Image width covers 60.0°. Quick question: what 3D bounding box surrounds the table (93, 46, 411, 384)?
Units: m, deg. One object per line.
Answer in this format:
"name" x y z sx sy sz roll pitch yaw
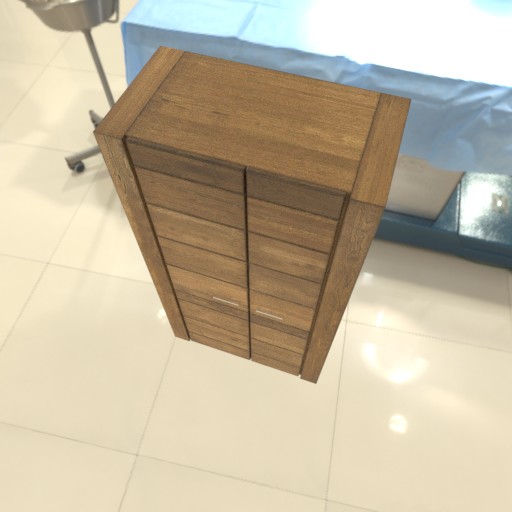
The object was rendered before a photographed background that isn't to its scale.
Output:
"table" 0.000 0.000 2.547 1.100 2.000 0.600 16 59 10
